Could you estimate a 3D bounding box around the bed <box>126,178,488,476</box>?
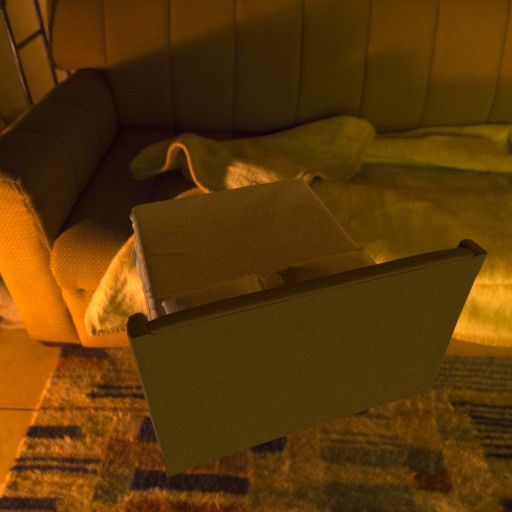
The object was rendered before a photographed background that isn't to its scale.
[{"bbox_3d":[0.000,0.000,3.382,1.925,1.332,2.276,-12,40,-14],"label":"bed"}]
